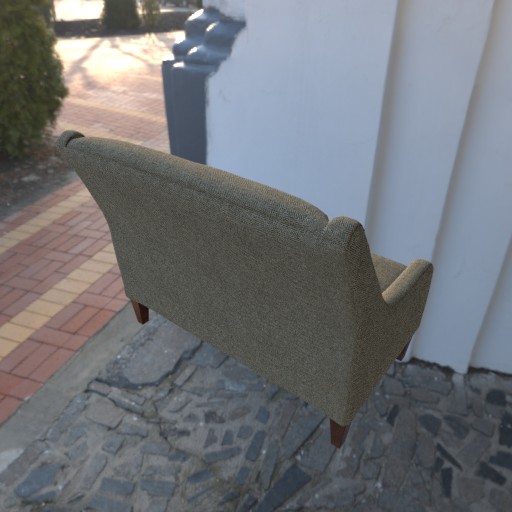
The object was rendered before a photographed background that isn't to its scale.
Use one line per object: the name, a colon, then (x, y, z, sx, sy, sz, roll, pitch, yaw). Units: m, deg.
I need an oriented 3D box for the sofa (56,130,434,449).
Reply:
sofa: (0.000, 0.000, 1.850, 1.242, 1.021, 0.870, 23, 39, 32)
